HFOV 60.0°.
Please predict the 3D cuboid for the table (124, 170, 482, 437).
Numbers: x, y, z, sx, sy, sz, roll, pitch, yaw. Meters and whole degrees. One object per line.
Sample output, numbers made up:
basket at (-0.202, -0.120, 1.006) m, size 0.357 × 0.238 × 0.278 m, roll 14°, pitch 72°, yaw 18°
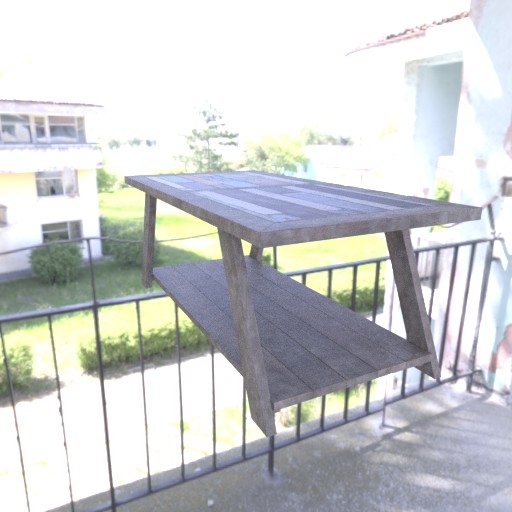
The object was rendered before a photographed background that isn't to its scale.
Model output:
table at (0.000, 0.000, 1.527) m, size 0.610 × 0.470 × 1.219 m, roll -8°, pitch 17°, yaw -26°
